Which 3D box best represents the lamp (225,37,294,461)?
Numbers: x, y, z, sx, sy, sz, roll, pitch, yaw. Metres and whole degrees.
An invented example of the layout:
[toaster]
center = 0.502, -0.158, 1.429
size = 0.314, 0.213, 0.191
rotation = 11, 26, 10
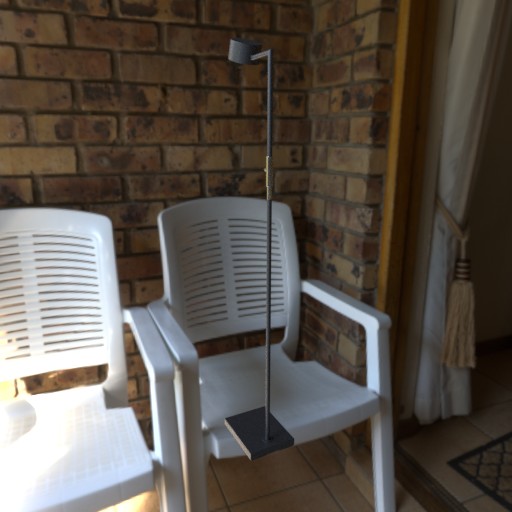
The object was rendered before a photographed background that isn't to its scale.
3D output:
[lamp]
center = 0.000, 0.000, 1.729
size = 0.203, 1.600, 0.304
rotation = -8, 17, -26
